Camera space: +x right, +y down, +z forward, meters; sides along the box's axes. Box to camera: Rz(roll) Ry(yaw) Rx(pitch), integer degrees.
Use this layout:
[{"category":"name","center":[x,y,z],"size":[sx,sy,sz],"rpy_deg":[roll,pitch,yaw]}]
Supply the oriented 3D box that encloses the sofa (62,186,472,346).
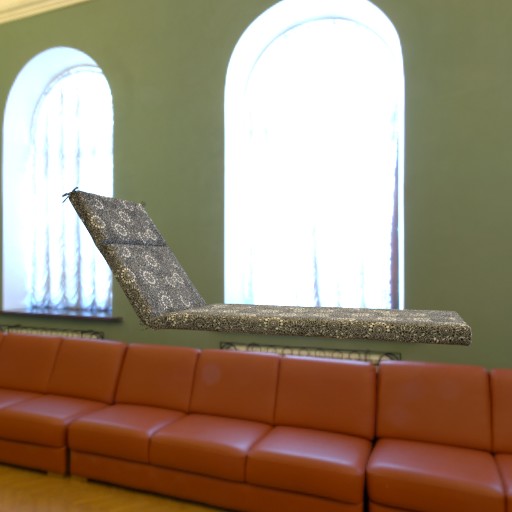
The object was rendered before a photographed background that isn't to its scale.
[{"category":"sofa","center":[0.000,0.000,1.948],"size":[1.663,0.622,0.582],"rpy_deg":[0,-1,19]}]
